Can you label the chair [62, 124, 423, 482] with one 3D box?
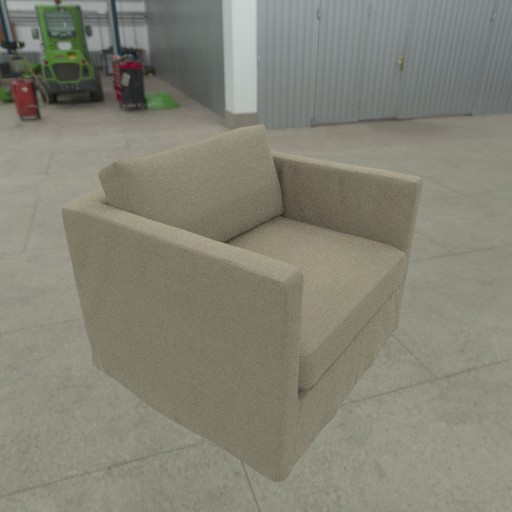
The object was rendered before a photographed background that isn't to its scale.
[{"bbox_3d":[0.000,0.000,1.751,0.949,0.863,1.057,18,32,32],"label":"chair"}]
